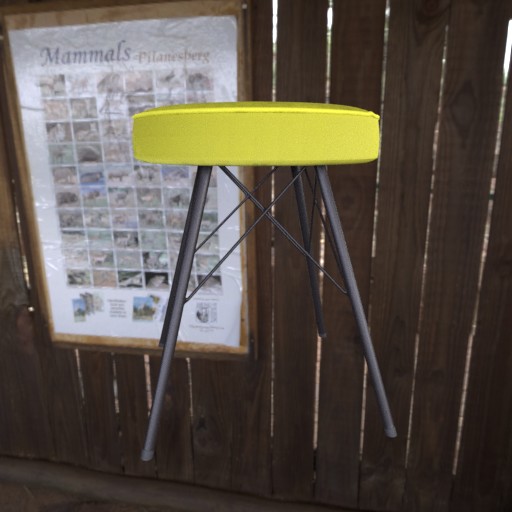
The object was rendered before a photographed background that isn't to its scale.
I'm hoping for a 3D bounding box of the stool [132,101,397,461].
[{"bbox_3d":[0.000,0.000,0.808,0.409,0.508,0.409,-2,14,-8],"label":"stool"}]
